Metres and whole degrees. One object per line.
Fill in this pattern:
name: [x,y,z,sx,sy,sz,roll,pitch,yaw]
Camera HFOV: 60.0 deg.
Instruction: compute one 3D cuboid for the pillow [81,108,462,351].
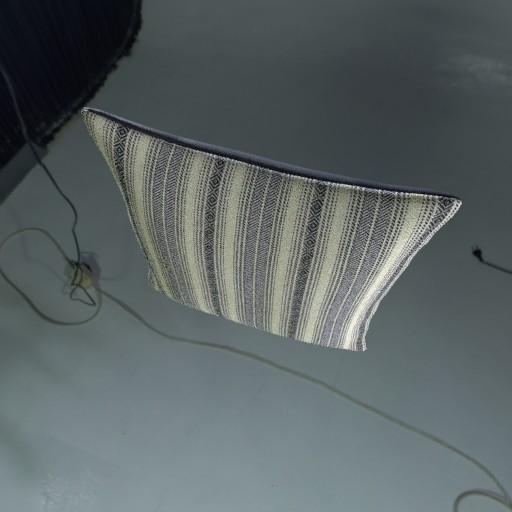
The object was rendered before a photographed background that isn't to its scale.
pillow: [0.000,0.000,0.788,0.520,0.508,0.166,16,60,9]
